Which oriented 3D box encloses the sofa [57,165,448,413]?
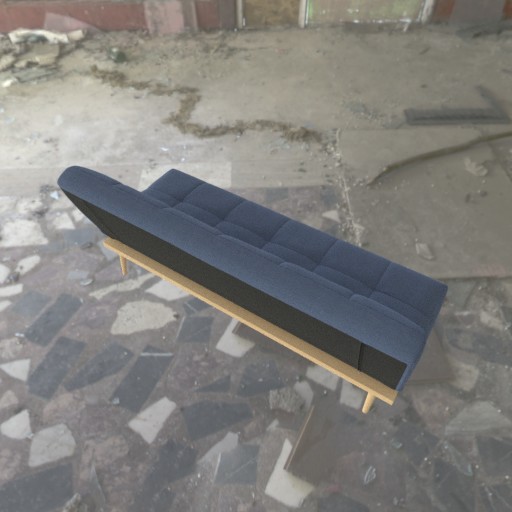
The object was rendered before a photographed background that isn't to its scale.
[{"bbox_3d":[0.000,0.000,2.267,1.800,0.800,0.796,26,52,22],"label":"sofa"}]
